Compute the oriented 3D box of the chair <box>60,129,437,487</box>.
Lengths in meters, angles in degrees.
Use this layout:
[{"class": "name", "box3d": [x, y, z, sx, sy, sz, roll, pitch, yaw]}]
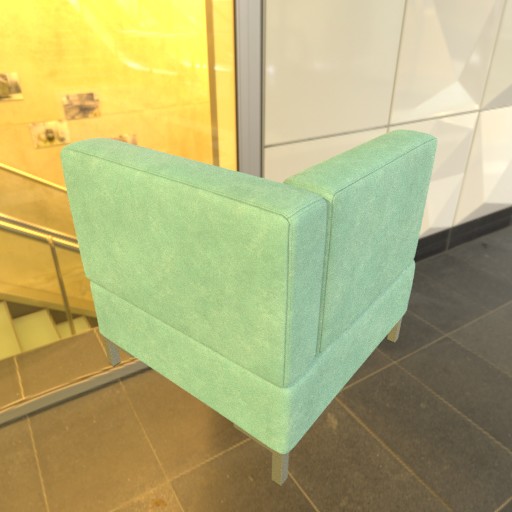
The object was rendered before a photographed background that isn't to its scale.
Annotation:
[{"class": "chair", "box3d": [0.000, 0.000, 1.206, 0.680, 0.660, 0.680, 21, 35, 33]}]
